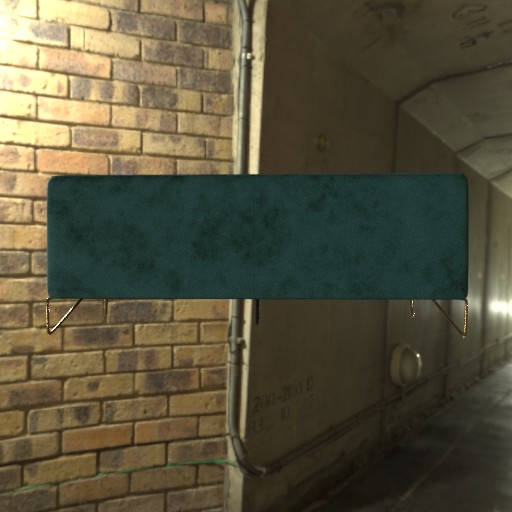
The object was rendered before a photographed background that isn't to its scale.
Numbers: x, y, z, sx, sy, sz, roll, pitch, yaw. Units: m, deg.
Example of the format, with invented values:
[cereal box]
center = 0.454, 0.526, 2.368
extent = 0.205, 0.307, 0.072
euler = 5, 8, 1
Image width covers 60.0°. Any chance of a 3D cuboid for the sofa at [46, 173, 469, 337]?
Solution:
[sofa]
center = 0.000, 0.000, 2.556
extent = 2.087, 0.789, 0.867
euler = 0, -1, 1
